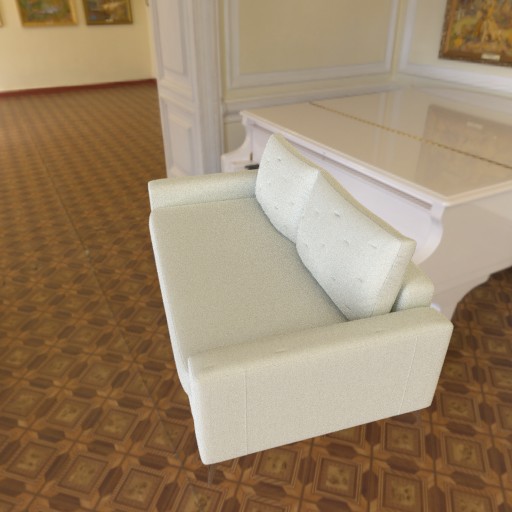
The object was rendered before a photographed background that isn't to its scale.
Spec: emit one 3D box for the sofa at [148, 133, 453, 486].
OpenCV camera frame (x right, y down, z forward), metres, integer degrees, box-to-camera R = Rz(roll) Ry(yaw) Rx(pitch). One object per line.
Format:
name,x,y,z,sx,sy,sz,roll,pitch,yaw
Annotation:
sofa,0.000,0.000,2.106,0.920,0.790,1.650,-9,32,-14
